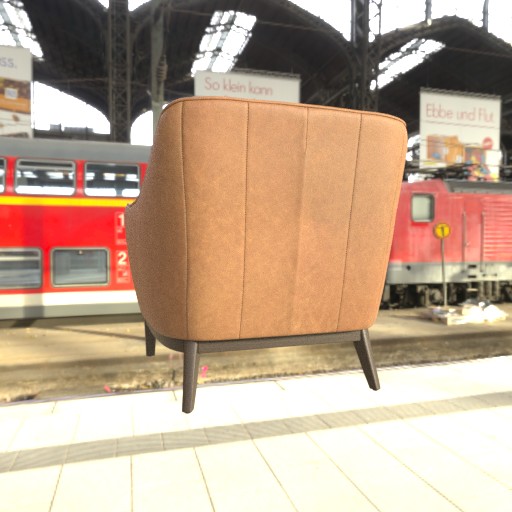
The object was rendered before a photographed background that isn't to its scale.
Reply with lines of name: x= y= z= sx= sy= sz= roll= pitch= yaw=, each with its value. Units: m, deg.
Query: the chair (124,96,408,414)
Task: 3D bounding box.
chair: x=0.000 y=0.000 z=1.569 sx=0.871 sy=0.830 sz=0.852 roll=-1 pitch=2 yaw=-18
